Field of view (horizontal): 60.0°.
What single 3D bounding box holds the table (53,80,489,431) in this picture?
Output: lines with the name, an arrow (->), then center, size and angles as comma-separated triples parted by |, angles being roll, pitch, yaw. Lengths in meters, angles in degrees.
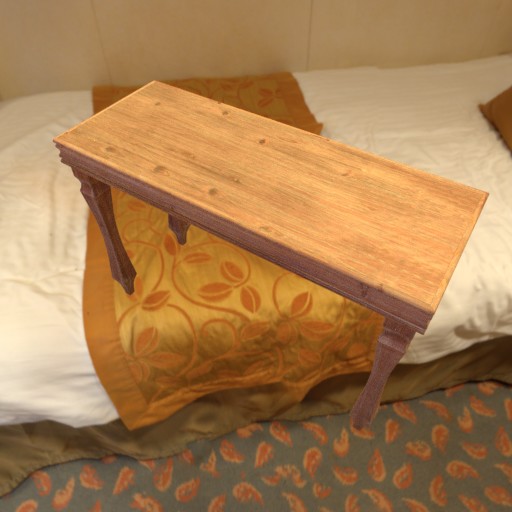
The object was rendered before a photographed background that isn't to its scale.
table -> 0.000, 0.000, 1.743 | 1.330, 0.873, 0.522 | 26, 52, 22
